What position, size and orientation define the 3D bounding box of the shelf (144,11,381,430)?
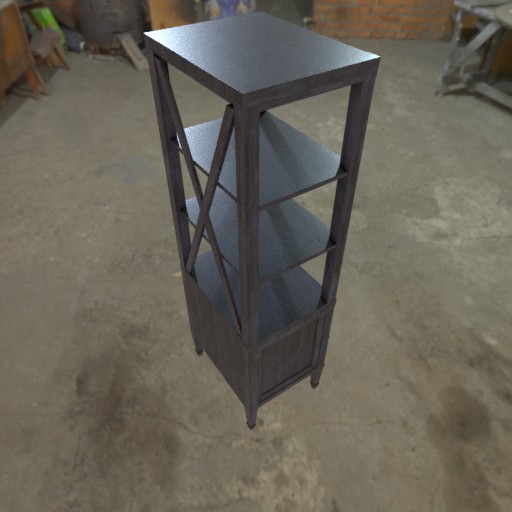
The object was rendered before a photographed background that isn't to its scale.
[{"bbox_3d":[0.000,0.000,1.915,0.472,1.727,0.584,-25,48,-25],"label":"shelf"}]
